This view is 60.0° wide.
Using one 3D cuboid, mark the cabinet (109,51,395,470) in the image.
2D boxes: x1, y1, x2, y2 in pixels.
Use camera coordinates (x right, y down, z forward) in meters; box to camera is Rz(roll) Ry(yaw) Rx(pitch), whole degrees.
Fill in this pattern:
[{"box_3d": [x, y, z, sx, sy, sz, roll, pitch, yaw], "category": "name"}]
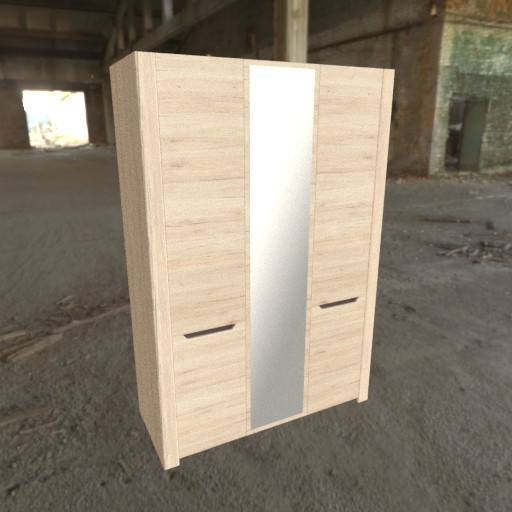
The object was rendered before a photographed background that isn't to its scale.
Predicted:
[{"box_3d": [0.000, 0.000, 2.637, 1.400, 2.070, 0.580, -8, 19, -26], "category": "cabinet"}]
